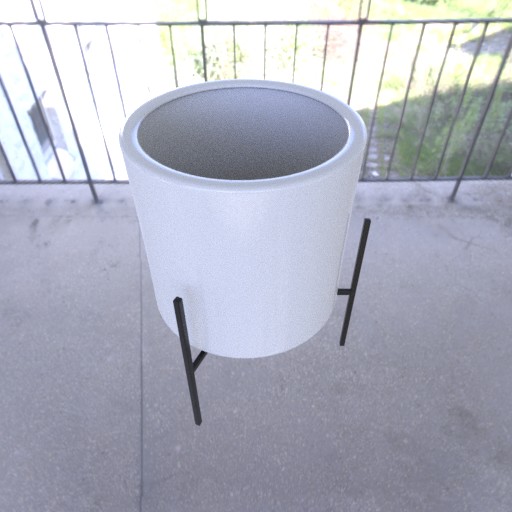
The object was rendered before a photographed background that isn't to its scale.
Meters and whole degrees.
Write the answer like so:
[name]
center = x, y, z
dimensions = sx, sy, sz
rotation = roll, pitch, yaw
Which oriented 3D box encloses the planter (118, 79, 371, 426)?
[planter]
center = 0.000, 0.000, 0.752
dimensions = 0.361, 0.480, 0.360
rotation = 0, 42, 0
